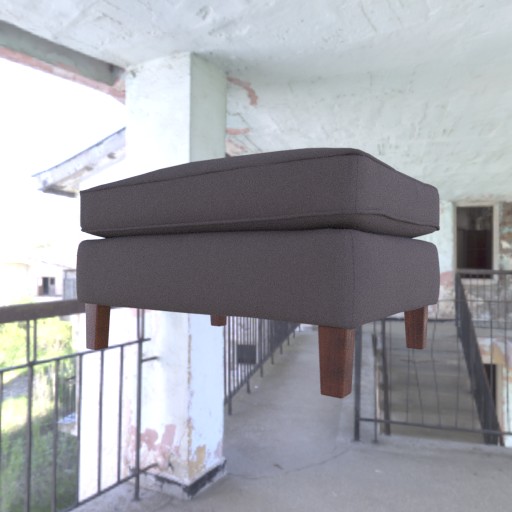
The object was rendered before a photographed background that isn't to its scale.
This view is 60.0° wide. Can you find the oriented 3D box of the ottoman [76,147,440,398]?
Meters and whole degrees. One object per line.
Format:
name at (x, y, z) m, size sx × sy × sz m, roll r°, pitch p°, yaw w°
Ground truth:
ottoman at (0.000, 0.000, 0.982) m, size 0.686 × 0.406 × 0.508 m, roll 0°, pitch 0°, yaw 35°
